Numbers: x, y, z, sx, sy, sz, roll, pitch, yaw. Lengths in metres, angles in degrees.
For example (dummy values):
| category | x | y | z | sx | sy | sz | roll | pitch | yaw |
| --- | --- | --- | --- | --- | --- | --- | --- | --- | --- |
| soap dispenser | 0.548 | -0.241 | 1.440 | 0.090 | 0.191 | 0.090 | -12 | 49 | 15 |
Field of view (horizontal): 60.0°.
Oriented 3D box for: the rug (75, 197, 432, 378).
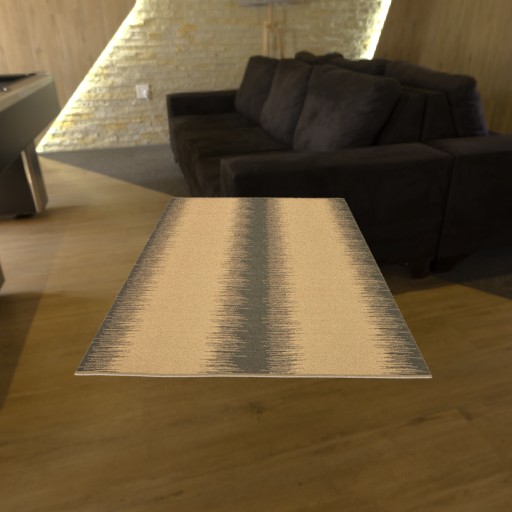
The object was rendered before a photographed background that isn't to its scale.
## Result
| category | x | y | z | sx | sy | sz | roll | pitch | yaw |
| --- | --- | --- | --- | --- | --- | --- | --- | --- | --- |
| rug | 0.000 | 0.000 | 2.347 | 1.234 | 0.006 | 1.854 | 0 | 27 | 1 |
